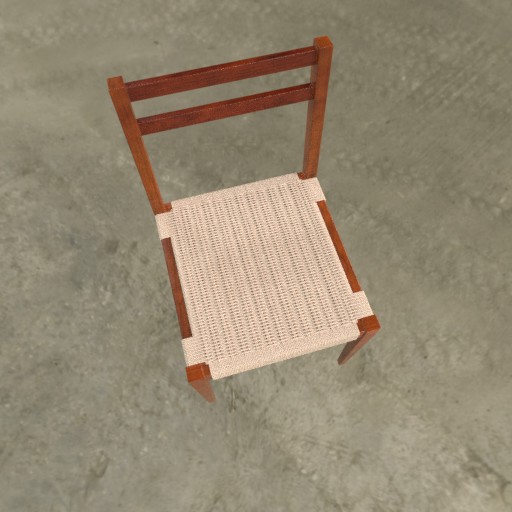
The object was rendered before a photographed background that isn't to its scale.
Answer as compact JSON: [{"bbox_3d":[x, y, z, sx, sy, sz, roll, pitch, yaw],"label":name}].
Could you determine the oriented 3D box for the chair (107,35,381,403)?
[{"bbox_3d":[0.000,0.000,1.213,0.495,0.851,0.569,-14,65,-7],"label":"chair"}]
